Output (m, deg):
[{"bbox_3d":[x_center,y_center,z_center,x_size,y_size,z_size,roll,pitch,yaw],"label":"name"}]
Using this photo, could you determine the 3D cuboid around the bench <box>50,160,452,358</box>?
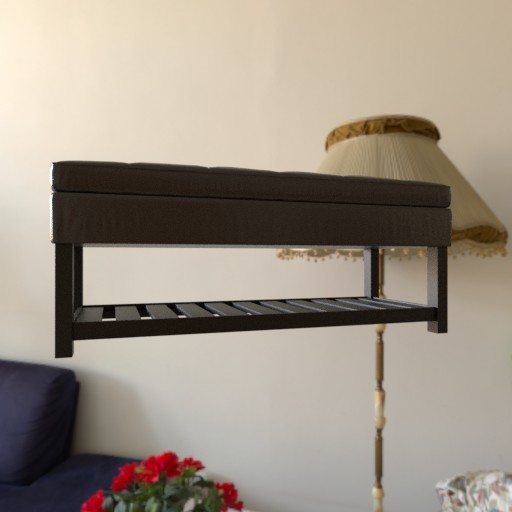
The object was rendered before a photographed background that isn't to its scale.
[{"bbox_3d":[0.000,0.000,1.350,1.105,0.460,0.432,0,0,-18],"label":"bench"}]
